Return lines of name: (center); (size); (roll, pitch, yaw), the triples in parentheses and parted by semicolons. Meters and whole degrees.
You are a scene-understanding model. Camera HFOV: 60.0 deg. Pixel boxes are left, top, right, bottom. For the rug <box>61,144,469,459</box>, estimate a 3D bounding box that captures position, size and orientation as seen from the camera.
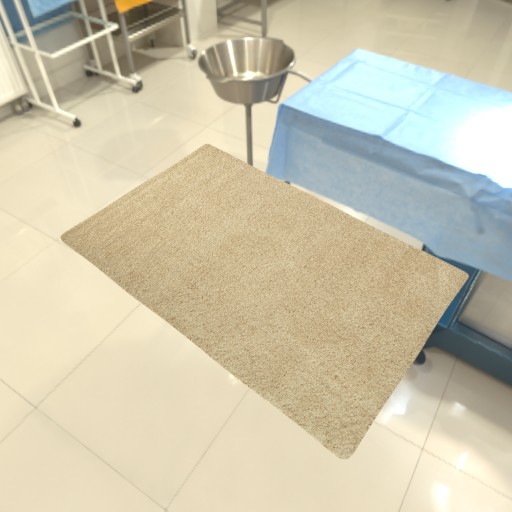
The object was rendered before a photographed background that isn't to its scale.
rug: (0.000, 0.000, 2.981); (2.349, 0.025, 1.500); (31, 55, 25)
